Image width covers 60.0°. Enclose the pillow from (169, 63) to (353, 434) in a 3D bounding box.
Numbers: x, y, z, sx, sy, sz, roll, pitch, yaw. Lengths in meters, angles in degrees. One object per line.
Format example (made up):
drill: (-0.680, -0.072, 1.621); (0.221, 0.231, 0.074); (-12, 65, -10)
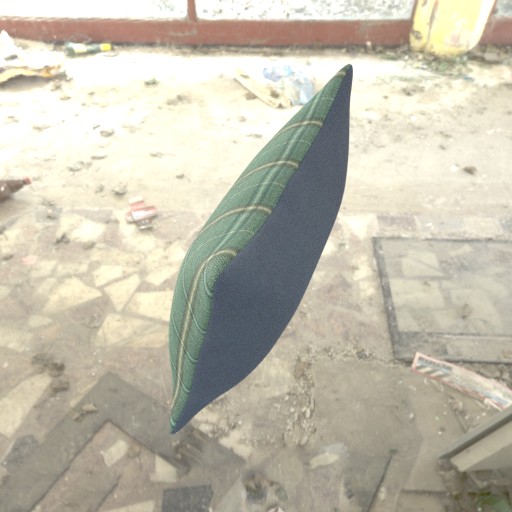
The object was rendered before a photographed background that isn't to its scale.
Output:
pillow: (0.000, 0.000, 0.673); (0.200, 0.430, 0.453); (16, 48, 15)
